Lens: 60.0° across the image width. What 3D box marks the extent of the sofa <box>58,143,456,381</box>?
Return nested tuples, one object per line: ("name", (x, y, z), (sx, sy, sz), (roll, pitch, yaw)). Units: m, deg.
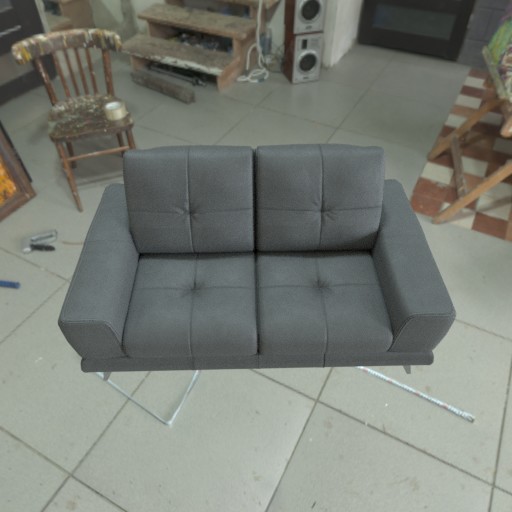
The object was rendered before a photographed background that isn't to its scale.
("sofa", (0.000, 0.000, 2.343), (1.806, 0.907, 1.018), (-1, 46, -1))
